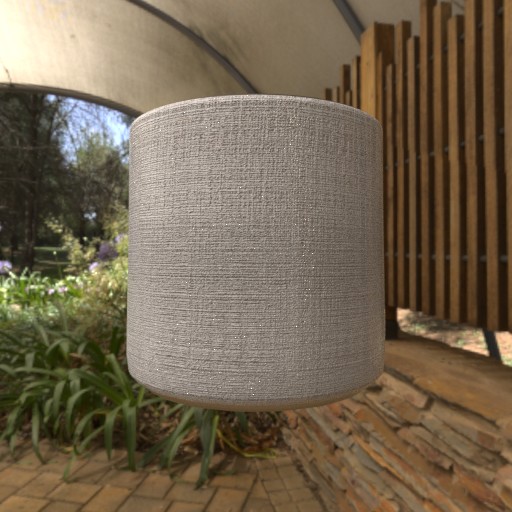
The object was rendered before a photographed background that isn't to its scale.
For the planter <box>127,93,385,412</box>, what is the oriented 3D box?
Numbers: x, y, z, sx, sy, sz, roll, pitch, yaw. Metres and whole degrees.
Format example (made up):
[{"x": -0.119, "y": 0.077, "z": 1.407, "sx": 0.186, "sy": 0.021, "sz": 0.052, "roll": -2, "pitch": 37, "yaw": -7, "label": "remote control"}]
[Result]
[{"x": 0.000, "y": 0.000, "z": 0.286, "sx": 0.160, "sy": 0.156, "sz": 0.160, "roll": 0, "pitch": 0, "yaw": 0, "label": "planter"}]
